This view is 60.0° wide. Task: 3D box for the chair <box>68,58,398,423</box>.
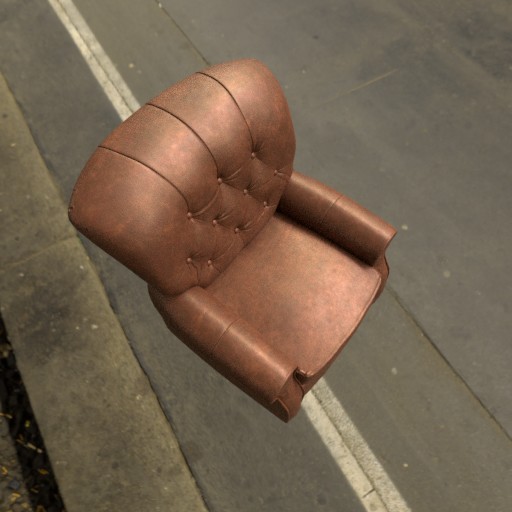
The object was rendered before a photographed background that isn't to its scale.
[{"bbox_3d":[0.000,0.000,1.911,1.031,1.162,0.979,34,66,18],"label":"chair"}]
